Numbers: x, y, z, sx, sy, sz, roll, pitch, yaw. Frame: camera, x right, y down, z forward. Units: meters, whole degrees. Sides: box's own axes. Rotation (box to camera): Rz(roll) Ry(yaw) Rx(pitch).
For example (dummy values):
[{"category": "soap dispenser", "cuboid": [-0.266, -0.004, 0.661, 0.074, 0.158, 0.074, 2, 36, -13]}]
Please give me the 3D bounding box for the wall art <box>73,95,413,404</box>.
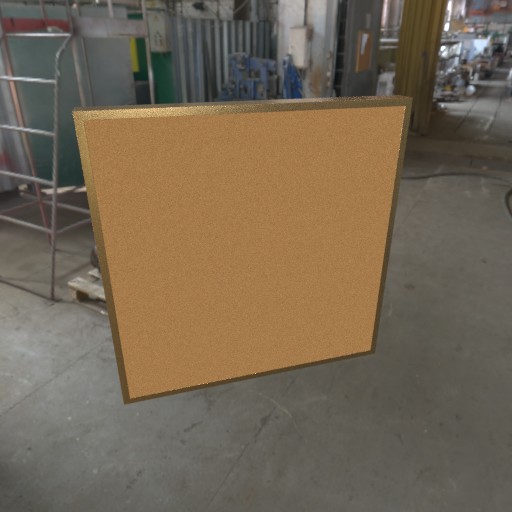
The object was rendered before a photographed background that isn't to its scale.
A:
[{"category": "wall art", "cuboid": [0.000, 0.000, 0.770, 0.509, 0.509, 0.040, -7, 27, -15]}]
